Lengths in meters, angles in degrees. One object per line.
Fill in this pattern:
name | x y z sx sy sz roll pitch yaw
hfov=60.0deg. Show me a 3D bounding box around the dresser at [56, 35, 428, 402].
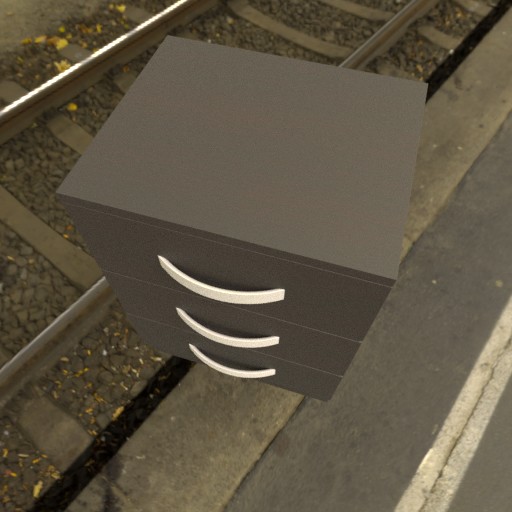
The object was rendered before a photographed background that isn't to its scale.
dresser | 0.000 0.000 0.805 0.400 0.560 0.360 15 59 9
